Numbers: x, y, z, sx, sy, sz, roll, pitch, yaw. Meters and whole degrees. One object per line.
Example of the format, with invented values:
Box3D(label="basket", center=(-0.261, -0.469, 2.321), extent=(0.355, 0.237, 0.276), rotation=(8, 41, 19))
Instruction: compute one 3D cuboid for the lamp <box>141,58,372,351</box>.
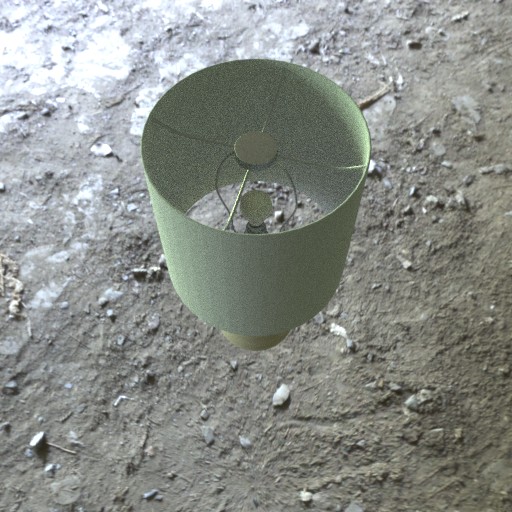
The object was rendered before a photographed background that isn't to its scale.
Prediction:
Box3D(label="lamp", center=(0.000, 0.000, 0.479), extent=(0.186, 0.369, 0.186), rotation=(0, 63, 0))
